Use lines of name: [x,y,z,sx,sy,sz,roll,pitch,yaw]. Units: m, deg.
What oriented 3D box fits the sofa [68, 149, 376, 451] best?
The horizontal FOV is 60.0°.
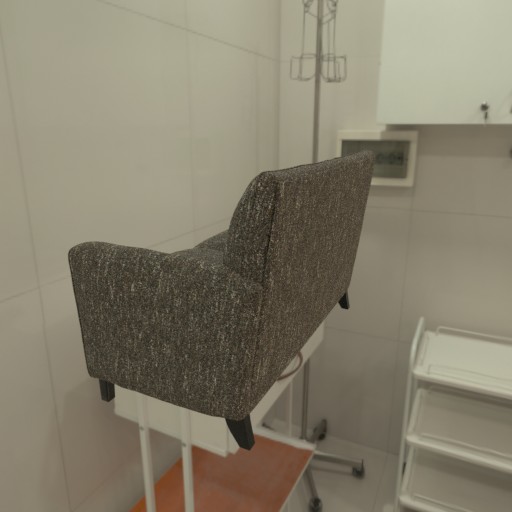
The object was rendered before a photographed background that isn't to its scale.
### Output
sofa: [0.000,0.000,2.118,0.801,0.946,1.519,8,18,24]
